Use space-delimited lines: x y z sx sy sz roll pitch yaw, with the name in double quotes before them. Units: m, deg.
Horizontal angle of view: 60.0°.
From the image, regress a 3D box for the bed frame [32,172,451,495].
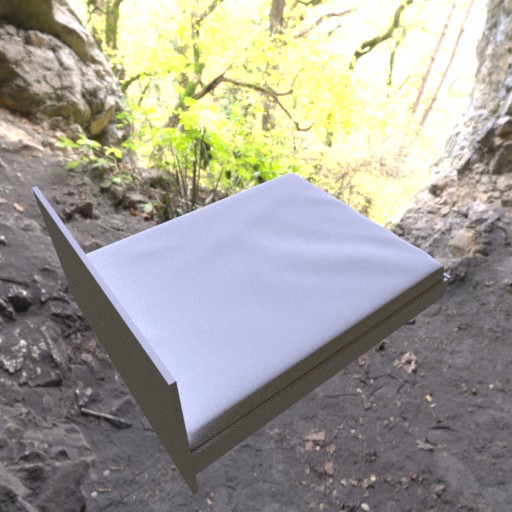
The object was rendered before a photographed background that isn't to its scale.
"bed frame" 0.000 0.000 2.962 2.100 1.001 1.711 -26 47 -27
